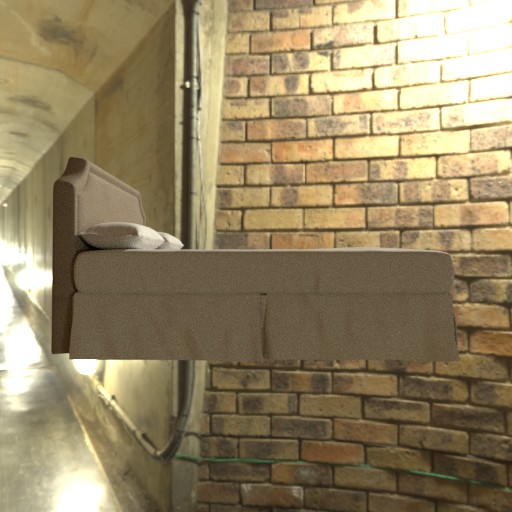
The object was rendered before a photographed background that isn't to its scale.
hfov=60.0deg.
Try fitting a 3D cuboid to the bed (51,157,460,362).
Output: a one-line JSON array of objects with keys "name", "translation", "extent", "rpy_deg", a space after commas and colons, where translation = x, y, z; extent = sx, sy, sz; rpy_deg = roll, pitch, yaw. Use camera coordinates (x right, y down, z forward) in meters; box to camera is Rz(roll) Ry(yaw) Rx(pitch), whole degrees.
[{"name": "bed", "translation": [0.000, 0.000, 3.590], "extent": [2.498, 1.293, 1.977], "rpy_deg": [0, -1, 0]}]
